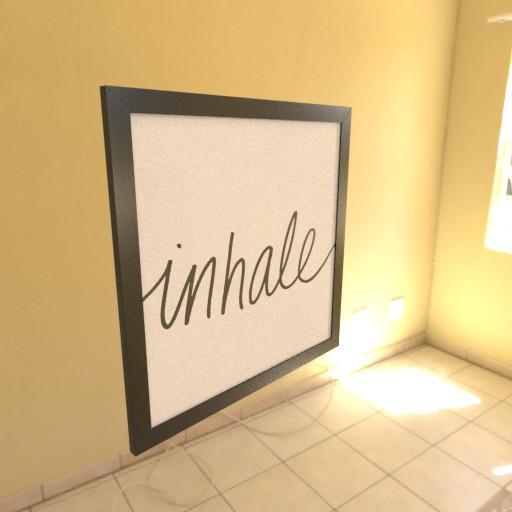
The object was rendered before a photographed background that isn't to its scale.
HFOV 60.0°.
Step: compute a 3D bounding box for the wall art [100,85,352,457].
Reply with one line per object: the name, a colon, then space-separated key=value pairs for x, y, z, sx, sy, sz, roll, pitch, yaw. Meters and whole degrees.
wall art: x=0.000 y=0.000 z=0.664 sx=0.446 sy=0.445 sz=0.014 roll=-14 pitch=20 yaw=-43
